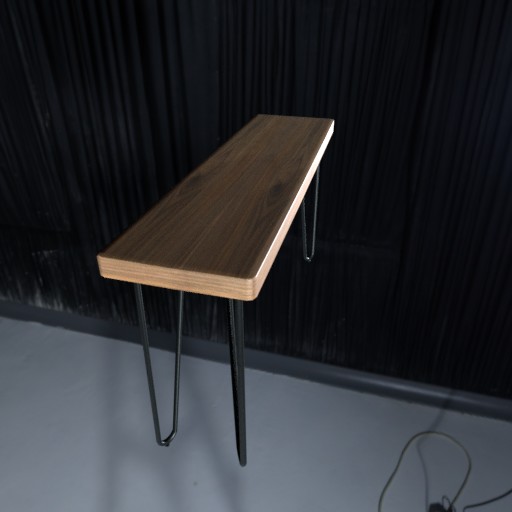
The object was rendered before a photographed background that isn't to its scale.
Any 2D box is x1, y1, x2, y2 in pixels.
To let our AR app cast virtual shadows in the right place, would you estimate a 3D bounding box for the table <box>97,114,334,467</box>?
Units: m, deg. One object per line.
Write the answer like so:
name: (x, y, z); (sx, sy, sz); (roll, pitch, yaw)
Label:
table: (0.000, 0.000, 1.932); (0.425, 0.834, 1.570); (8, 32, 13)
